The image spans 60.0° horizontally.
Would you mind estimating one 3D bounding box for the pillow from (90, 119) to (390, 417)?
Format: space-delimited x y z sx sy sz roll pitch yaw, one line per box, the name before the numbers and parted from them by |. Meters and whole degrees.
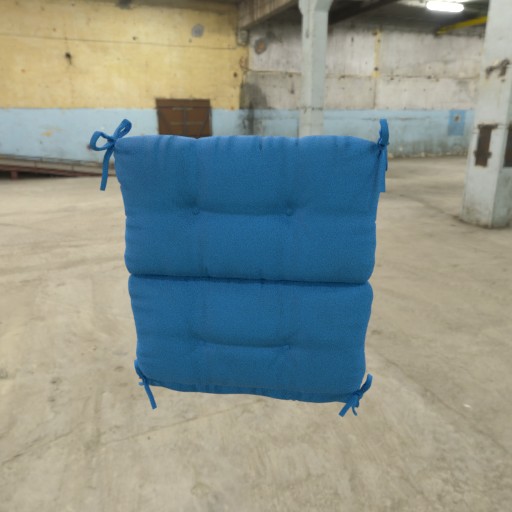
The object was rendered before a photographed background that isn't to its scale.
pillow | 0.000 0.000 1.033 0.519 0.605 0.571 2 16 7
